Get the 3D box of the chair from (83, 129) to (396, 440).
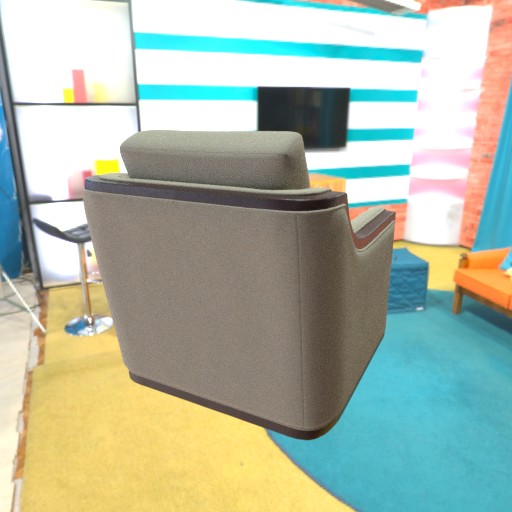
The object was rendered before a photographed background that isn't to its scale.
[{"bbox_3d":[0.000,0.000,1.675,0.870,0.930,0.950,9,20,26],"label":"chair"}]
